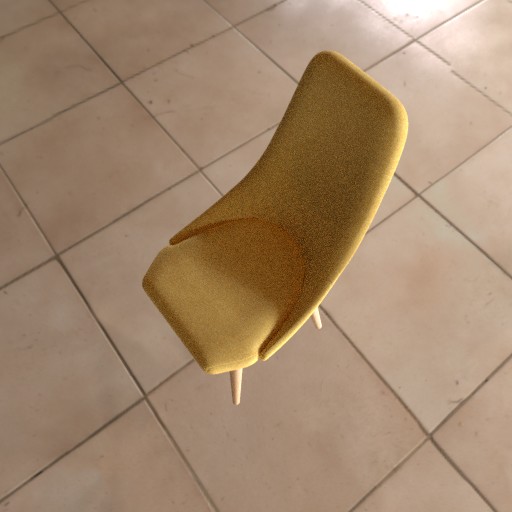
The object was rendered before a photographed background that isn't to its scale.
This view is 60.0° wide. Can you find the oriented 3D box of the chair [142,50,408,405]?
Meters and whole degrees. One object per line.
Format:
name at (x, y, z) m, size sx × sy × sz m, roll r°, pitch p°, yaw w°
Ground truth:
chair at (0.000, 0.000, 1.378) m, size 0.660 × 1.040 × 0.510 m, roll -36°, pitch 69°, yaw -16°
